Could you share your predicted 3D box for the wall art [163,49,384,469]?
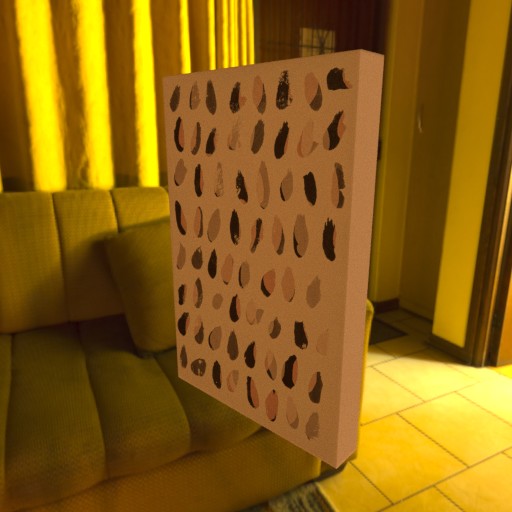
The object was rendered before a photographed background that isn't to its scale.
[{"bbox_3d":[0.000,0.000,0.483,0.252,0.381,0.039,14,21,41],"label":"wall art"}]
